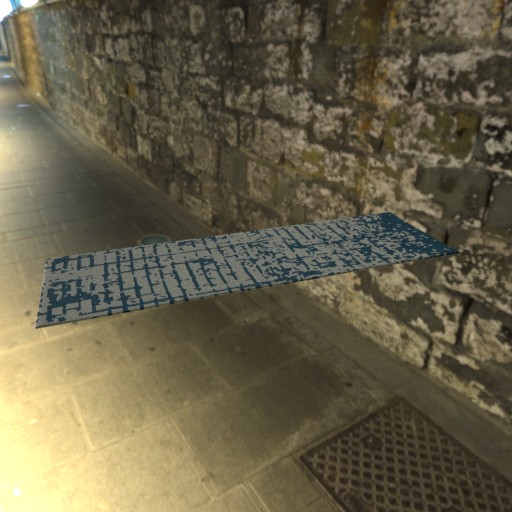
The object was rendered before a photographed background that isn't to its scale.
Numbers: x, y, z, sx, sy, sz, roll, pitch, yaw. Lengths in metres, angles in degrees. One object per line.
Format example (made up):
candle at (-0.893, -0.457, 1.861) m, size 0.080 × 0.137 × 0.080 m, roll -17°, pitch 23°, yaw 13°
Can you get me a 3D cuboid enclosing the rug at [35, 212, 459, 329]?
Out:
rug at (0.000, 0.000, 2.730) m, size 2.435 × 0.011 × 0.750 m, roll -9°, pitch 28°, yaw -17°
